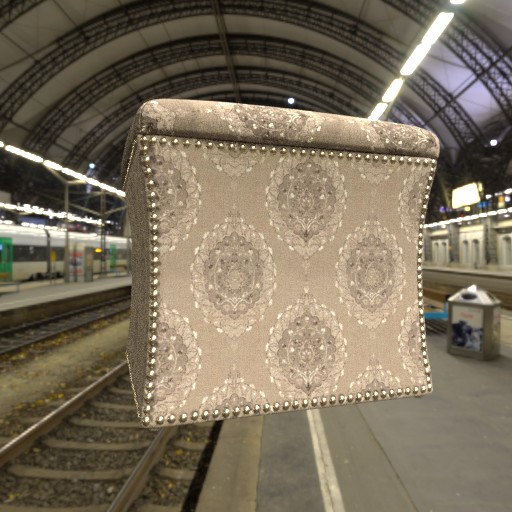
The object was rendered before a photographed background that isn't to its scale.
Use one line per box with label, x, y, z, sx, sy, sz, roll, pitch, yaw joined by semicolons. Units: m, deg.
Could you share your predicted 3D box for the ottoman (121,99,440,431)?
ottoman;0.000;0.000;0.880;0.507;0.473;0.497;0;0;-19
